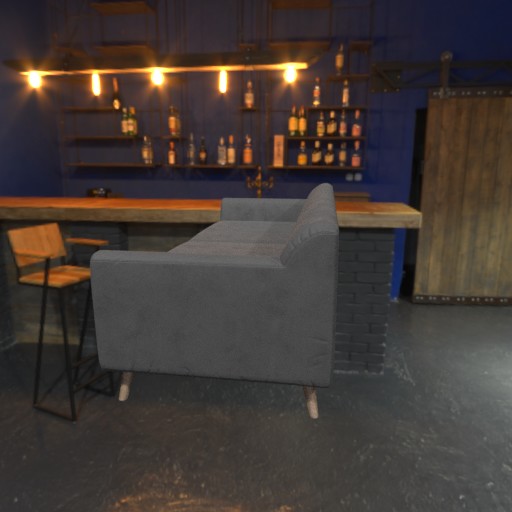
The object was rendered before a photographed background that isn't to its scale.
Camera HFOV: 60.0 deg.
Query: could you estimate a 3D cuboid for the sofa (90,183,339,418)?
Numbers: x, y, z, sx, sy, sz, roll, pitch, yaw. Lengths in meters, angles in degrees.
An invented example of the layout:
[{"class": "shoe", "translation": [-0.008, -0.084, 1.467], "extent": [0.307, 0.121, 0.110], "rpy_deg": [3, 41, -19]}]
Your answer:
[{"class": "sofa", "translation": [0.000, 0.000, 2.632], "extent": [0.900, 0.740, 2.190], "rpy_deg": [2, 13, 9]}]
